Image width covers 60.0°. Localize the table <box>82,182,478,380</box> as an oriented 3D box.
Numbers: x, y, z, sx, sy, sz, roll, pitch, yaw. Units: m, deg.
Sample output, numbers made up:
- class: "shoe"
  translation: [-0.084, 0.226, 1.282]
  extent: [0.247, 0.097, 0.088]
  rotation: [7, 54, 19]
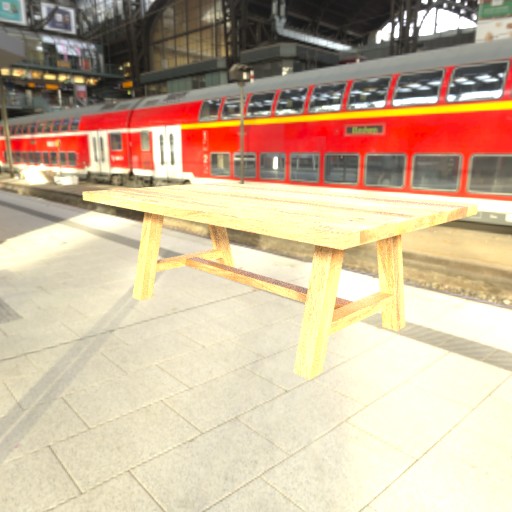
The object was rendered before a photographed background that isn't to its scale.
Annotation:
- class: "table"
  translation: [0.000, 0.000, 1.717]
  extent: [0.760, 0.455, 1.320]
  rotation: [-13, 19, -43]
